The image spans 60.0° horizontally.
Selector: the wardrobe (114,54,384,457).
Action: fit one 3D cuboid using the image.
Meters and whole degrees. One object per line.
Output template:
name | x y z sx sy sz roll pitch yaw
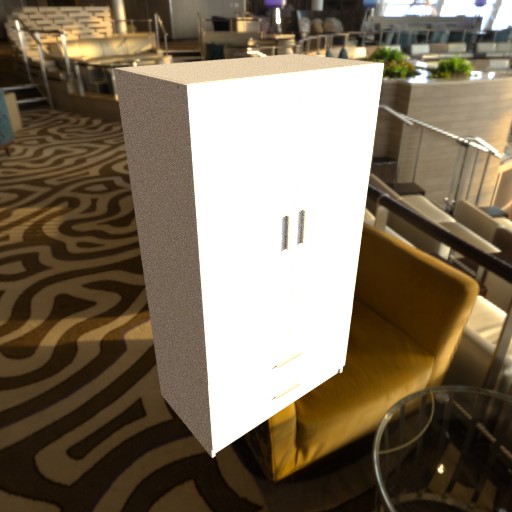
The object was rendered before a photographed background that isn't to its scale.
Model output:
wardrobe | 0.000 0.000 2.279 0.991 1.808 0.577 -21 36 -33
